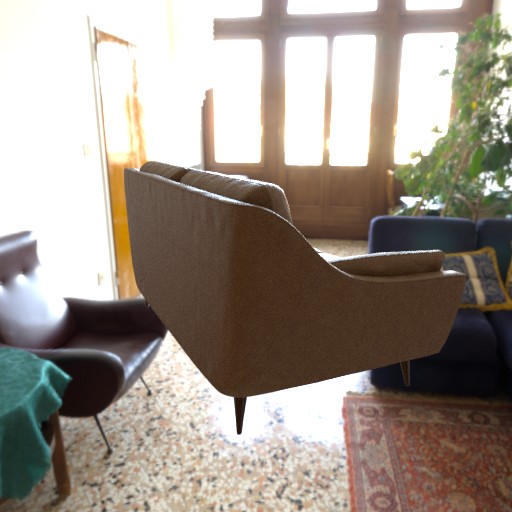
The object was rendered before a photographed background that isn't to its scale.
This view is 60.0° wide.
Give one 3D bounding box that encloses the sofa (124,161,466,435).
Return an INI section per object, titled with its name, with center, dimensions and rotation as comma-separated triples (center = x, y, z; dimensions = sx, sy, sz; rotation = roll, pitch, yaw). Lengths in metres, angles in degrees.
[sofa]
center = 0.000, 0.000, 2.229
dimensions = 0.981, 0.886, 1.731
rotation = -8, 17, -26
